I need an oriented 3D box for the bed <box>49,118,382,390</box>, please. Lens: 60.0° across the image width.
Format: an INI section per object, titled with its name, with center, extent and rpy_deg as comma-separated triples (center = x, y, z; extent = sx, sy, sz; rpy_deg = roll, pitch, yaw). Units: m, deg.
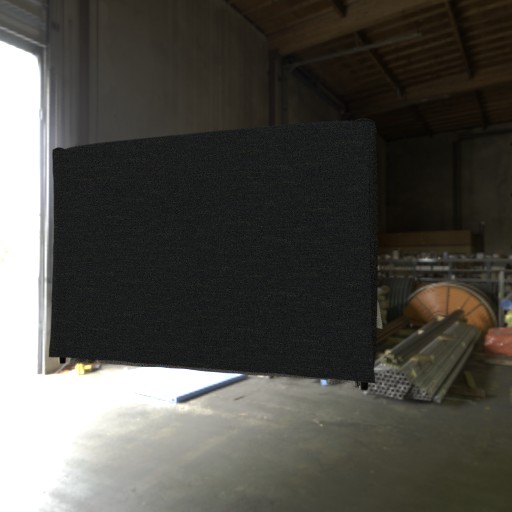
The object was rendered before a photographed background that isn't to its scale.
[bed]
center = 0.000, 0.000, 3.470
extent = 1.925, 1.332, 2.276
rpy_deg = 0, -1, 18
